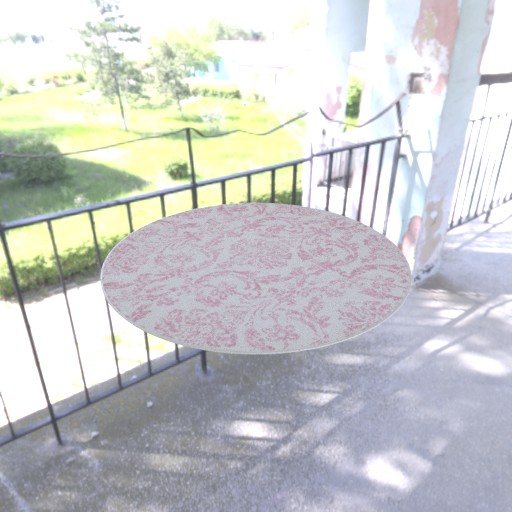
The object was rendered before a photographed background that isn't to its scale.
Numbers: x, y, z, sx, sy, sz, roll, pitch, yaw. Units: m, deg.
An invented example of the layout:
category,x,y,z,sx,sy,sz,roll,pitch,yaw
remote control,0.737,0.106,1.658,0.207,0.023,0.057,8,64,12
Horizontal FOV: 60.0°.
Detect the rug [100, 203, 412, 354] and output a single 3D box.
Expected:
category,x,y,z,sx,sy,sz,roll,pitch,yaw
rug,0.000,0.000,2.373,1.593,0.012,1.593,0,28,0
